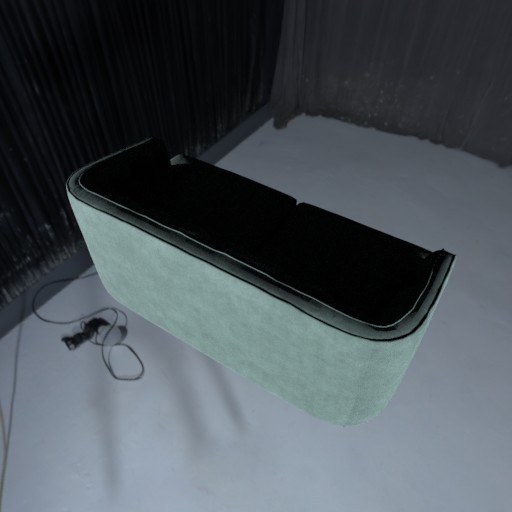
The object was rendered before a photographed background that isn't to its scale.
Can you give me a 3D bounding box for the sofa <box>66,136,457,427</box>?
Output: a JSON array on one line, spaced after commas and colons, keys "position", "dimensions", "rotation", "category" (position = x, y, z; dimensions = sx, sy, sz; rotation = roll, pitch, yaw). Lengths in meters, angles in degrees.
[{"position": [0.000, 0.000, 2.240], "dimensions": [1.733, 0.855, 0.941], "rotation": [25, 52, 21], "category": "sofa"}]
